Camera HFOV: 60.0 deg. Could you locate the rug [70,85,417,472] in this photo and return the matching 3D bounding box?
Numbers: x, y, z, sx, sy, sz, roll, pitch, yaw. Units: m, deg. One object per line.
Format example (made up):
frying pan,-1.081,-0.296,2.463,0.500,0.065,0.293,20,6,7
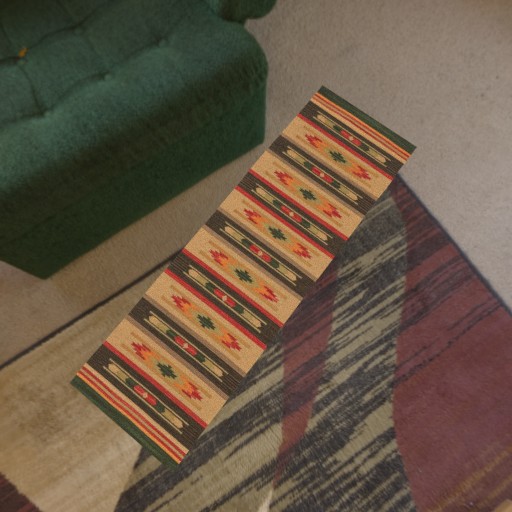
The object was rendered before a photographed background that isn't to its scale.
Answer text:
rug,0.000,0.000,2.676,0.760,0.009,2.440,37,78,9
